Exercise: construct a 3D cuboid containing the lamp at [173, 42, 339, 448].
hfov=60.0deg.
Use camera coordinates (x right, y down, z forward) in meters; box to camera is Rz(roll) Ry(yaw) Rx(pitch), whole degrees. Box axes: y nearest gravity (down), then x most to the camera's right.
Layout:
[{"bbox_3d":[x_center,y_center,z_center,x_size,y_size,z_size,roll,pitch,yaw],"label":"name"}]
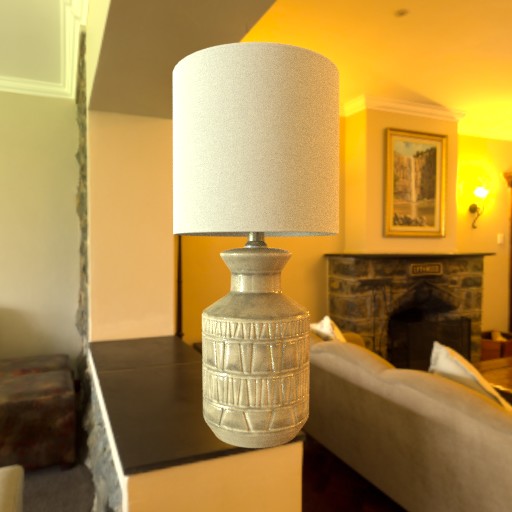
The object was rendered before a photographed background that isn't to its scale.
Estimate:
[{"bbox_3d":[0.000,0.000,0.575,0.211,0.455,0.211,0,1,17],"label":"lamp"}]
